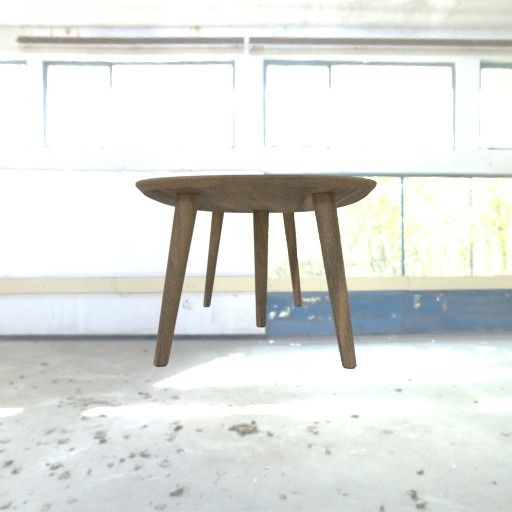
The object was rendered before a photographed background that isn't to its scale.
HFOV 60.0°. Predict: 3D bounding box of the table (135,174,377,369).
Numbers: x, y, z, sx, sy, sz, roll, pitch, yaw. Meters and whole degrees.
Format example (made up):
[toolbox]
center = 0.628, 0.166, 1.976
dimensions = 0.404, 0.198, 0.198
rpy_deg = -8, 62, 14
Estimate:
[table]
center = 0.000, 0.000, 1.353
dimensions = 0.527, 0.429, 1.084
rpy_deg = 0, 1, 0
